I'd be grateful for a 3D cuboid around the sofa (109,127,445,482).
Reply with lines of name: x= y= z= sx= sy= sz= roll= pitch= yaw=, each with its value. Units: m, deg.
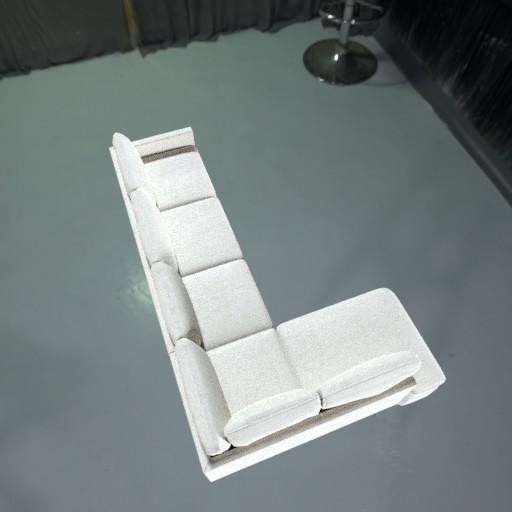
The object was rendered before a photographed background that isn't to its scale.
sofa: x=0.000 y=0.000 z=4.252 sx=2.048 sy=0.996 sz=3.384 roll=-18 pitch=60 yaw=-11
